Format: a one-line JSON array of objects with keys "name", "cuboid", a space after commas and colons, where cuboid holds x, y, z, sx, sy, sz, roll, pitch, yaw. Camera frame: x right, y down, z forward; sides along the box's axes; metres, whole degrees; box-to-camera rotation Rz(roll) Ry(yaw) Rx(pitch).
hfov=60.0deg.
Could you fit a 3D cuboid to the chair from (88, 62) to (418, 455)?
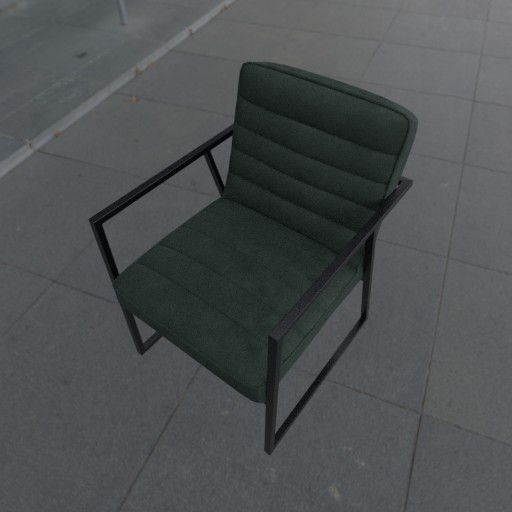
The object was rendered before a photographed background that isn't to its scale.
[{"name": "chair", "cuboid": [0.000, 0.000, 1.282, 0.571, 0.833, 0.677, 29, 53, 25]}]
